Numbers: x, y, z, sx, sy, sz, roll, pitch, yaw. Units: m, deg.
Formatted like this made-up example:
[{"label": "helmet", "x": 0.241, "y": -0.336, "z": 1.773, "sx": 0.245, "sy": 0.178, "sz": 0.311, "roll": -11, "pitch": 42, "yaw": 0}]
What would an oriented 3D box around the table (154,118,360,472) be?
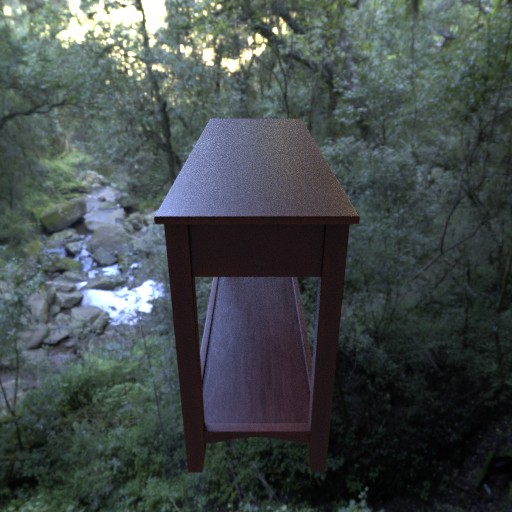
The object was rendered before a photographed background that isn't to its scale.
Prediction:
[{"label": "table", "x": 0.000, "y": 0.000, "z": 1.531, "sx": 0.392, "sy": 0.739, "sz": 1.188, "roll": 0, "pitch": 26, "yaw": 0}]
